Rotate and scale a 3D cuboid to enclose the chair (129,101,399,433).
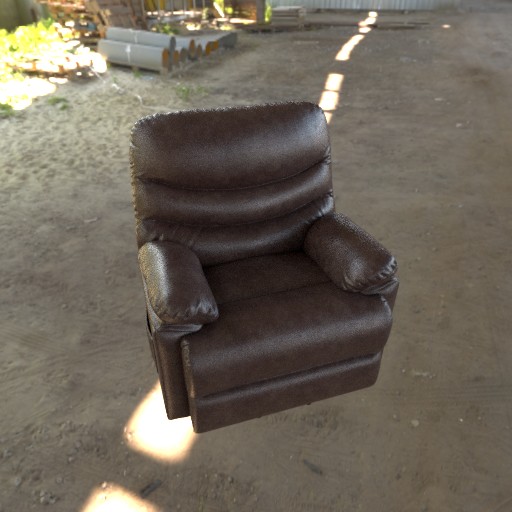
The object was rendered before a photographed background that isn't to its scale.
[{"bbox_3d":[0.000,0.000,1.786,0.940,1.041,0.879,-10,34,-15],"label":"chair"}]
